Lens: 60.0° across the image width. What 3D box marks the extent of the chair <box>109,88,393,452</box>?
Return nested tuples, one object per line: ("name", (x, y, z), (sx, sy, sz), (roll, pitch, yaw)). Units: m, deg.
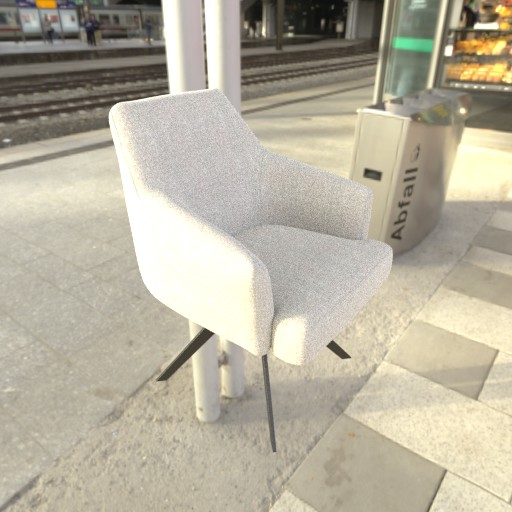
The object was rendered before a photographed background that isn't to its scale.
("chair", (0.000, 0.000, 1.330), (0.677, 0.874, 0.642), (19, 33, 31))
